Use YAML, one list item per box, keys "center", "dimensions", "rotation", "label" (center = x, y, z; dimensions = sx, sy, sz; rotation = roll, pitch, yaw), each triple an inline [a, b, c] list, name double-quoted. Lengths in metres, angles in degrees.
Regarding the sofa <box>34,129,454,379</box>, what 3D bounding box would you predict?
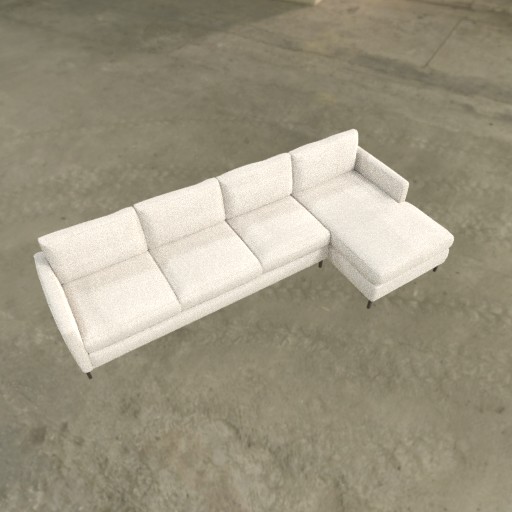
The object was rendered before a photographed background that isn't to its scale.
- center: [0.000, 0.000, 2.830]
  dimensions: [2.445, 0.677, 1.126]
  rotation: [-24, 51, -21]
  label: "sofa"
